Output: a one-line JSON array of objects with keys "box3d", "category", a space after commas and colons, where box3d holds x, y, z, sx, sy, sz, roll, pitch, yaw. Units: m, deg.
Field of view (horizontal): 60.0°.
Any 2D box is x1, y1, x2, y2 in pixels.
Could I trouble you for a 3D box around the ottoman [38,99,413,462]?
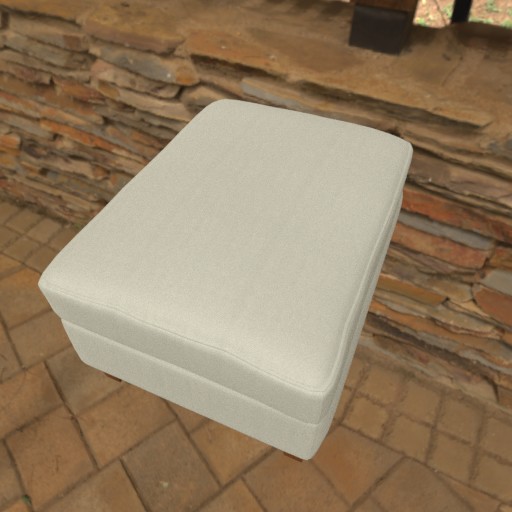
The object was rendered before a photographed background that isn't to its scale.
[{"box3d": [0.000, 0.000, 1.182, 0.634, 0.496, 0.818, 18, 50, 16], "category": "ottoman"}]
